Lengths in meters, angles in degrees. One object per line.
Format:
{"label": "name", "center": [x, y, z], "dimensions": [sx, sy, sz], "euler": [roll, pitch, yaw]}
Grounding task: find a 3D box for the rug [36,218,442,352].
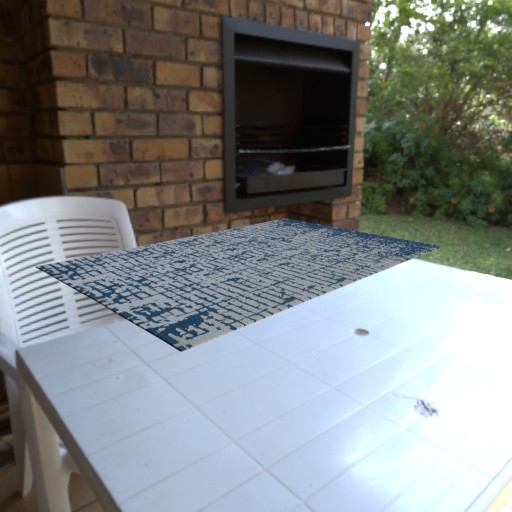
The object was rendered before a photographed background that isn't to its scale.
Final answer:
{"label": "rug", "center": [0.000, 0.000, 2.366], "dimensions": [1.828, 0.007, 1.220], "euler": [-15, 21, -42]}
